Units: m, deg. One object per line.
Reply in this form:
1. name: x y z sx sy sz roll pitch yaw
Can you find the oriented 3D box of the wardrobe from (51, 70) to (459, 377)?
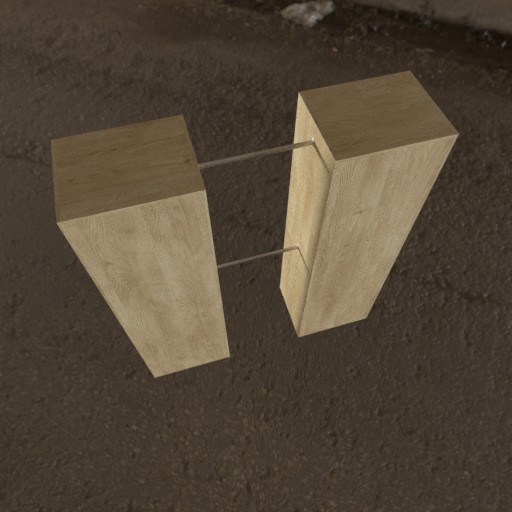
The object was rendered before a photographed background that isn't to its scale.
1. wardrobe: 0.000 0.000 2.836 1.770 2.000 0.480 -14 59 -9
